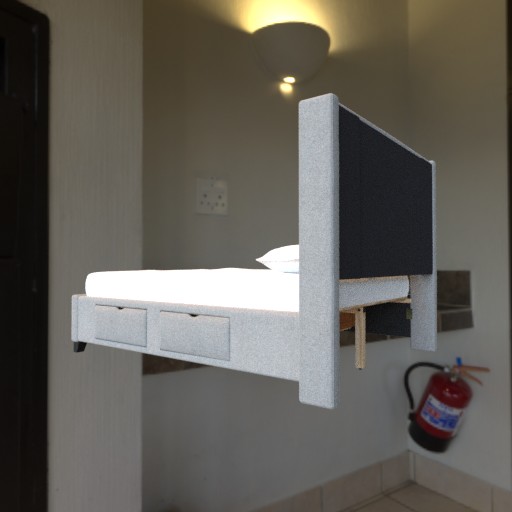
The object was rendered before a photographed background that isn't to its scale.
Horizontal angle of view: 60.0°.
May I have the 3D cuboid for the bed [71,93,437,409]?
[{"bbox_3d":[0.000,0.000,3.431,2.222,1.491,1.774,-1,-1,37],"label":"bed"}]
